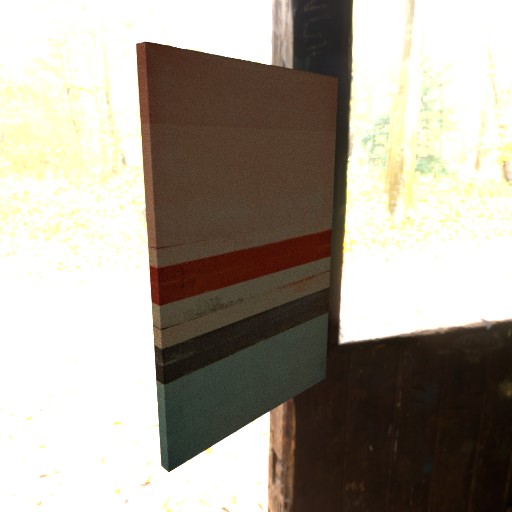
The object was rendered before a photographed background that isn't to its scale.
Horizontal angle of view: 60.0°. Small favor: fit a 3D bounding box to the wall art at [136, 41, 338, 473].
[{"bbox_3d":[0.000,0.000,1.133,0.038,0.914,0.610,13,19,43],"label":"wall art"}]
